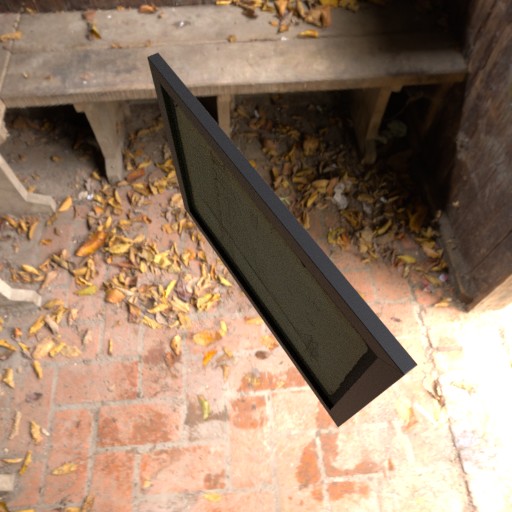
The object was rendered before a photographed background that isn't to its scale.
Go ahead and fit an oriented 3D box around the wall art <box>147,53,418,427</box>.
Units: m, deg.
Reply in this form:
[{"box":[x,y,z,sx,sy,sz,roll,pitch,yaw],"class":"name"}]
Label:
[{"box":[0.000,0.000,0.559,0.016,0.306,0.432,-30,66,-15],"class":"wall art"}]
